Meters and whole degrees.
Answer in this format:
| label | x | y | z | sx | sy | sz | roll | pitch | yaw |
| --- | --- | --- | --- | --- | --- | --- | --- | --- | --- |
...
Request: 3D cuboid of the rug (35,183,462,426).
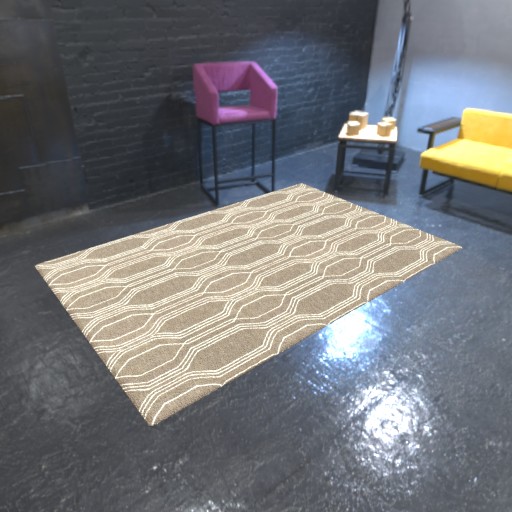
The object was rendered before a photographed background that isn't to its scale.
| label | x | y | z | sx | sy | sz | roll | pitch | yaw |
| --- | --- | --- | --- | --- | --- | --- | --- | --- | --- |
| rug | 0.000 | 0.000 | 2.285 | 1.836 | 0.012 | 1.239 | -22 | 36 | -33 |
